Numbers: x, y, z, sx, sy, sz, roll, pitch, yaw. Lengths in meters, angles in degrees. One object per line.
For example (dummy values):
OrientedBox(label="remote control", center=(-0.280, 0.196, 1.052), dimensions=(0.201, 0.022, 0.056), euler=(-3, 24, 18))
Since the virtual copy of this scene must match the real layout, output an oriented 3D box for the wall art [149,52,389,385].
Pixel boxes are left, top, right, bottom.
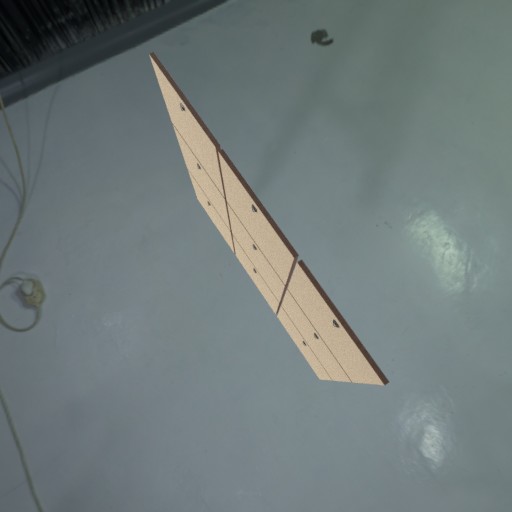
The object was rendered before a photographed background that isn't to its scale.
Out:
OrientedBox(label="wall art", center=(0.000, 0.000, 1.390), dimensions=(0.018, 0.904, 0.906), euler=(-33, 78, -8))
